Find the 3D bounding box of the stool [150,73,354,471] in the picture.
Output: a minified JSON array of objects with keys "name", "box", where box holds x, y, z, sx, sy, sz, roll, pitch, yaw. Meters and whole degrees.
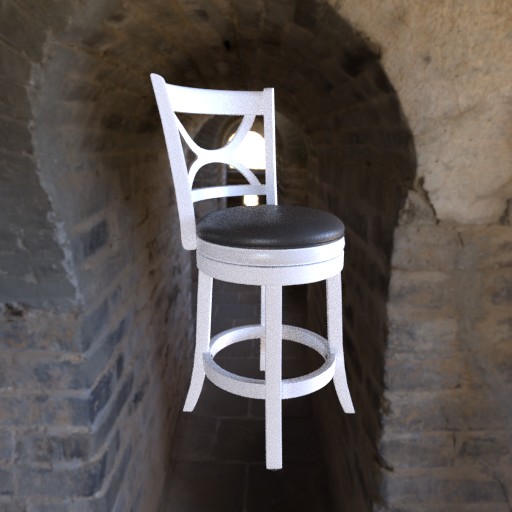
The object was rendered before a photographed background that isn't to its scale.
[{"name":"stool","box":[0.000,0.000,1.259,0.508,0.953,0.444,14,20,43]}]
